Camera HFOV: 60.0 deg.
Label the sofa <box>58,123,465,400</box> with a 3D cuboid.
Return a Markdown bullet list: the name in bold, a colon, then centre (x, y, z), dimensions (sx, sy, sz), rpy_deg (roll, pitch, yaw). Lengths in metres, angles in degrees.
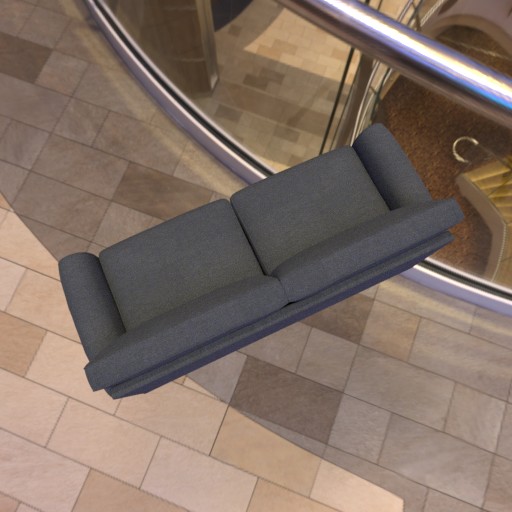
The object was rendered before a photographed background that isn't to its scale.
- **sofa**: centre (0.000, 0.000, 2.910), dimensions (2.391, 1.026, 0.954), rpy_deg (-24, 77, -6)
